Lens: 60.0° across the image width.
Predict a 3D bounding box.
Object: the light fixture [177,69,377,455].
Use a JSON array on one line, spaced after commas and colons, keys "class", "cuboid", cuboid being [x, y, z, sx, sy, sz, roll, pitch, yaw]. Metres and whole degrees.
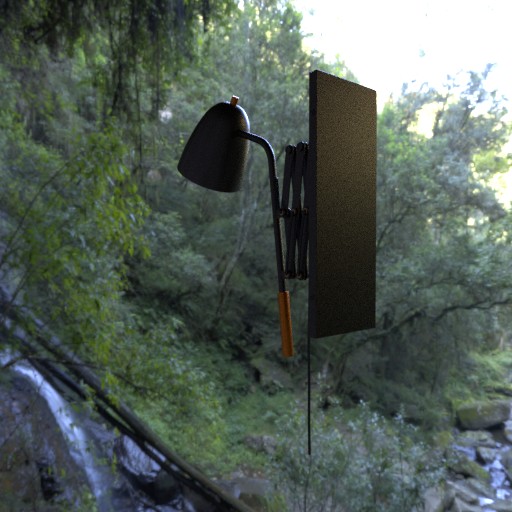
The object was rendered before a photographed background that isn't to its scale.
[{"class": "light fixture", "cuboid": [0.000, 0.000, 0.938, 0.162, 0.715, 0.499, -1, 2, -38]}]
